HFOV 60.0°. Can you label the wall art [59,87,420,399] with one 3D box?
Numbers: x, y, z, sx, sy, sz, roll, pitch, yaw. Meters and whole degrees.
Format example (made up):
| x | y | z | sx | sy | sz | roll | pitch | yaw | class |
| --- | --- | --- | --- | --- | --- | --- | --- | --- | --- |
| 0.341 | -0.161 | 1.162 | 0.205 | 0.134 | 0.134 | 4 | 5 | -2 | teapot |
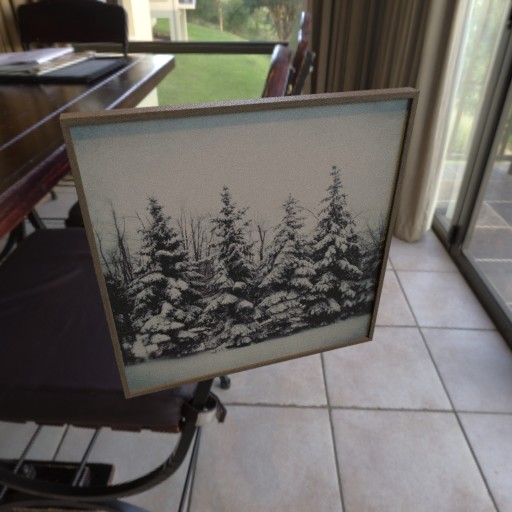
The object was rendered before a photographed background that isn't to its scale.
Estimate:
| x | y | z | sx | sy | sz | roll | pitch | yaw | class |
| --- | --- | --- | --- | --- | --- | --- | --- | --- | --- |
| 0.000 | 0.000 | 1.117 | 0.758 | 0.758 | 0.039 | -10 | 34 | -15 | wall art |
